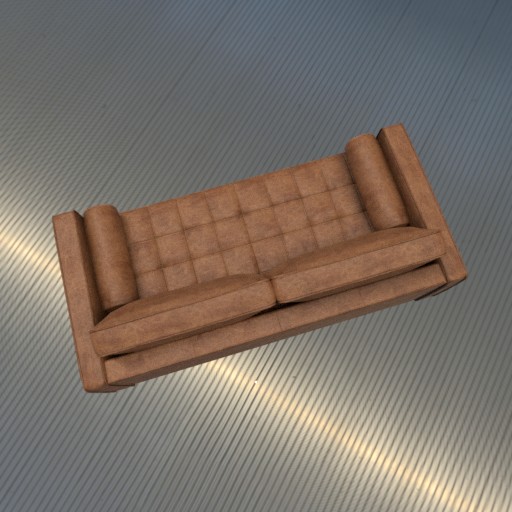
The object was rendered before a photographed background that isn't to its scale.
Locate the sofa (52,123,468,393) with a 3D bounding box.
[{"bbox_3d":[0.000,0.000,2.385,1.920,0.825,0.924,-16,75,-4],"label":"sofa"}]
